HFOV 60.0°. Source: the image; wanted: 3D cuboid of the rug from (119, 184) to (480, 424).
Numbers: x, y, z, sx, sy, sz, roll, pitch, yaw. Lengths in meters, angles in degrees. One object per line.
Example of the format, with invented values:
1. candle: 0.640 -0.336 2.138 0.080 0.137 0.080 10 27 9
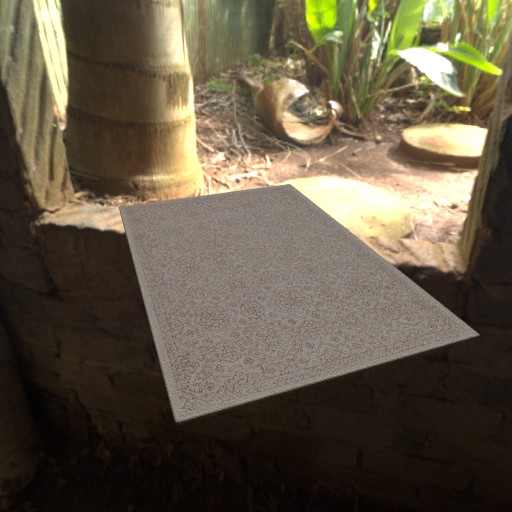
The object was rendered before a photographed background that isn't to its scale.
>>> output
1. rug: 0.000 0.000 2.314 1.219 0.010 1.829 -10 31 -18
